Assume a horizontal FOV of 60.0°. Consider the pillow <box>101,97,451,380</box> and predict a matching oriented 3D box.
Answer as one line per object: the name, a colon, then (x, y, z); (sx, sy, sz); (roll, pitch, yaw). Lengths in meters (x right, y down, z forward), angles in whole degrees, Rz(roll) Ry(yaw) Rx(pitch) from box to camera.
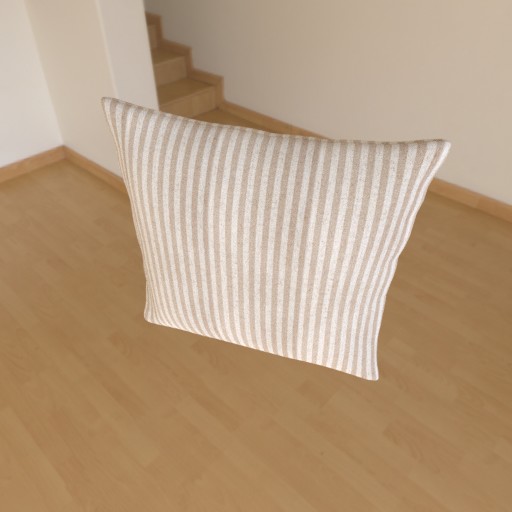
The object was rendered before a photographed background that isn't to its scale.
pillow: (0.000, 0.000, 0.788); (0.523, 0.510, 0.166); (12, 42, 13)
